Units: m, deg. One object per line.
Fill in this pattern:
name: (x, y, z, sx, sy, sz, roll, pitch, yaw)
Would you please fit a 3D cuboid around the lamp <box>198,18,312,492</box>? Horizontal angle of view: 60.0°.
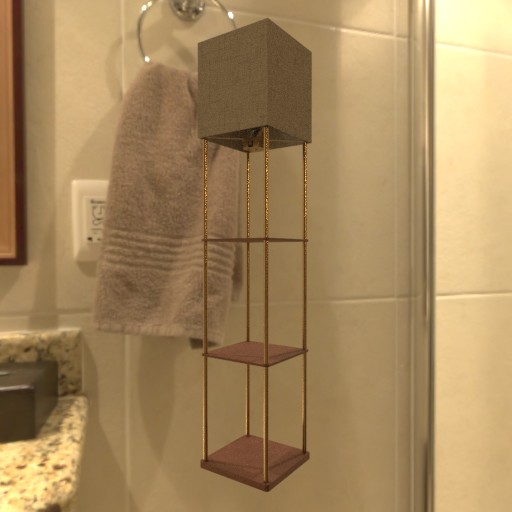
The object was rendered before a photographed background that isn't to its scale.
lamp: (0.000, 0.000, 1.676, 0.310, 1.569, 0.308, 0, 1, 35)
